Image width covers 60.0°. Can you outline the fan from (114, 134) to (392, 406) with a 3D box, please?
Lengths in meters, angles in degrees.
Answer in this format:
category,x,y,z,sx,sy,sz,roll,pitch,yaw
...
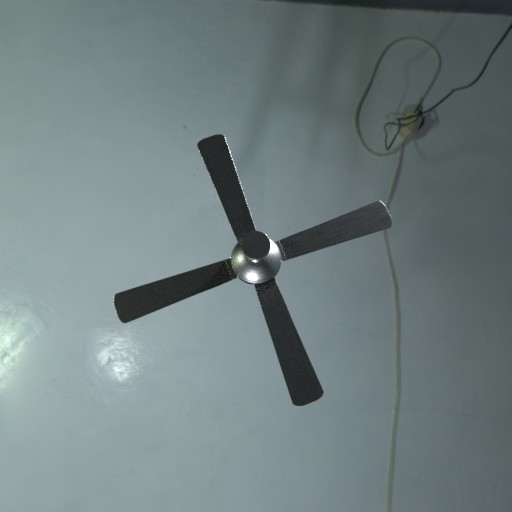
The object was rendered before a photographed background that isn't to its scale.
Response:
category,x,y,z,sx,sy,sz,roll,pitch,yaw
fan,0.000,0.000,2.036,1.321,0.381,1.321,0,76,0
